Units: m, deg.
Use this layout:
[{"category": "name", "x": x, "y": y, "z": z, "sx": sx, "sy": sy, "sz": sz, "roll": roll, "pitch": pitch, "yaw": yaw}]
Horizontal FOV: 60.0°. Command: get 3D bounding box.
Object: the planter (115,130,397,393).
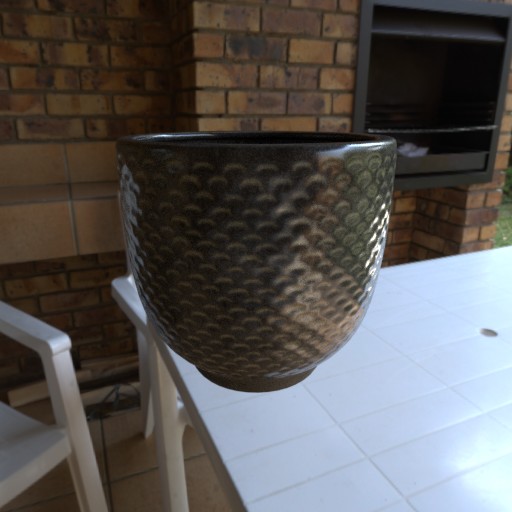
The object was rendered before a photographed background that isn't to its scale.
[{"category": "planter", "x": 0.000, "y": 0.000, "z": 0.305, "sx": 0.172, "sy": 0.160, "sz": 0.172, "roll": 0, "pitch": 18, "yaw": 0}]
